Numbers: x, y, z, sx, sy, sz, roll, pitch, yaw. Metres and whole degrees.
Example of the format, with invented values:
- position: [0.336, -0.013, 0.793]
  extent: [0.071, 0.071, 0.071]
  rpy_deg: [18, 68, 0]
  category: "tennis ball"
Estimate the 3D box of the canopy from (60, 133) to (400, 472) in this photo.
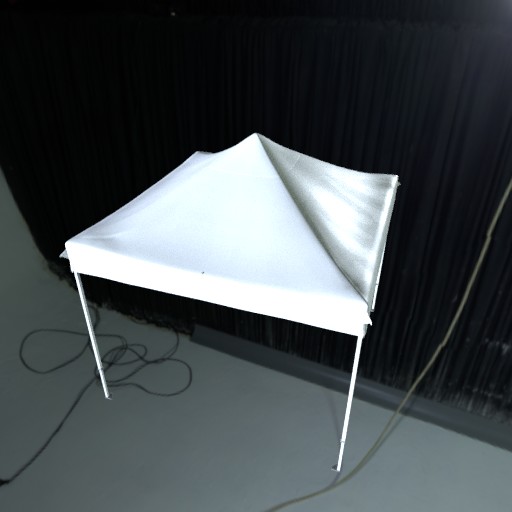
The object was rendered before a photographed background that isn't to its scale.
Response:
- position: [0.000, 0.000, 5.385]
  extent: [2.994, 2.998, 2.996]
  rpy_deg: [11, 33, 17]
  category: "canopy"
